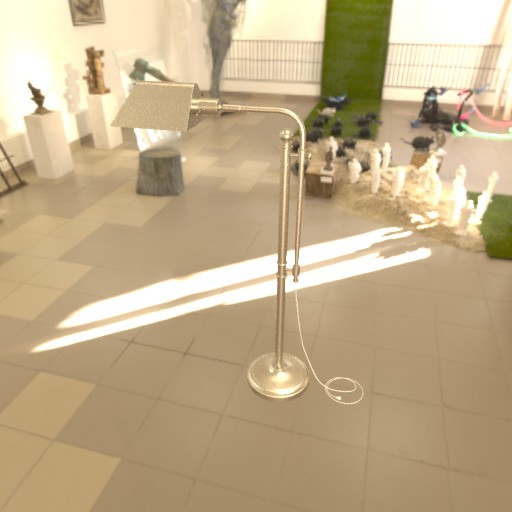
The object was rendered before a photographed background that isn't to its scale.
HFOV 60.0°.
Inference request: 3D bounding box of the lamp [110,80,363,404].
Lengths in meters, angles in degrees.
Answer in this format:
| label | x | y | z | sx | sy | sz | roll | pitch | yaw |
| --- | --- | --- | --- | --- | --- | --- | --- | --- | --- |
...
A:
| label | x | y | z | sx | sy | sz | roll | pitch | yaw |
| --- | --- | --- | --- | --- | --- | --- | --- | --- | --- |
| lamp | 0.000 | 0.000 | 0.975 | 0.546 | 0.708 | 0.159 | 8 | 31 | 13 |
